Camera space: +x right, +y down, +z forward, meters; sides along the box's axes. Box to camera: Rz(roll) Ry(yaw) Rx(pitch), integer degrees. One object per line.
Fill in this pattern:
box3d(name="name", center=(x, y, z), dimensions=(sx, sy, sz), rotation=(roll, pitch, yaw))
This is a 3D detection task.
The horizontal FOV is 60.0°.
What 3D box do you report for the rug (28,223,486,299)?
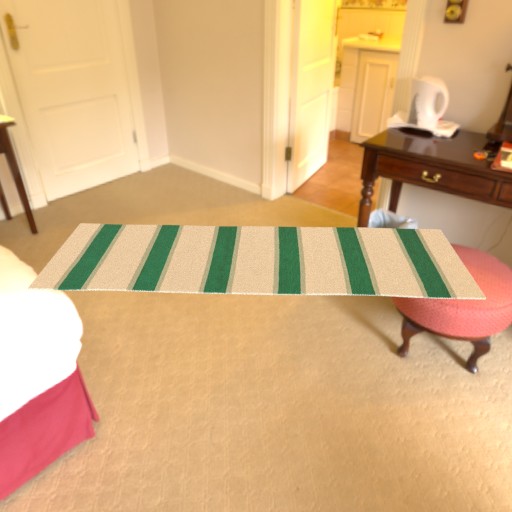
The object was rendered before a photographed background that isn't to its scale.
box3d(name="rug", center=(0.000, 0.000, 2.682), dimensions=(2.438, 0.012, 0.768), rotation=(1, 32, 2))
